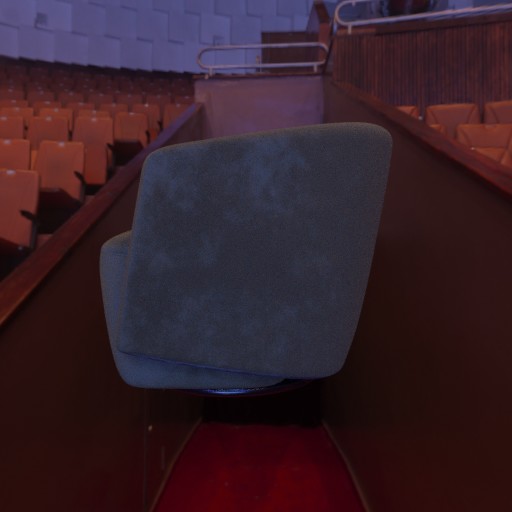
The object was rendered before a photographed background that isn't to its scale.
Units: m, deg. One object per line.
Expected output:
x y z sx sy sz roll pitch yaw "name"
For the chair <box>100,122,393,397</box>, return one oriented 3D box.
0.000 0.000 1.340 0.767 0.698 0.773 0 0 0 "chair"
